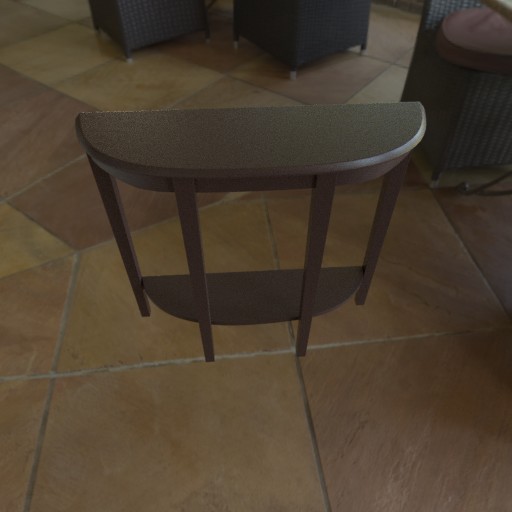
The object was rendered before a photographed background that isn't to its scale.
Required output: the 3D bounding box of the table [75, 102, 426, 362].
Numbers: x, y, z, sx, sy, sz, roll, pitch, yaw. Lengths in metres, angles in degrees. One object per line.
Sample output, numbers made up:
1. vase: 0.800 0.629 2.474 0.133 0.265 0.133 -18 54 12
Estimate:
1. table: 0.000 0.000 1.351 0.909 0.831 0.274 -3 47 -3
